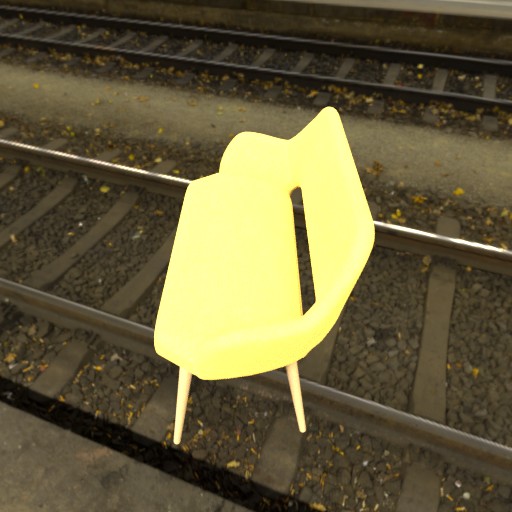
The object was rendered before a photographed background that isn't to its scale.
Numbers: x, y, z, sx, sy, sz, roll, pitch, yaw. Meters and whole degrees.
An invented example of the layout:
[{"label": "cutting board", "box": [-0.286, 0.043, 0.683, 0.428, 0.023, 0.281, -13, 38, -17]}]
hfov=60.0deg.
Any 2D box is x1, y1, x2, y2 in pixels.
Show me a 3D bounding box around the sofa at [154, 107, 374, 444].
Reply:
[{"label": "sofa", "box": [0.000, 0.000, 1.655, 0.610, 0.840, 1.150, 0, 41, 0]}]
